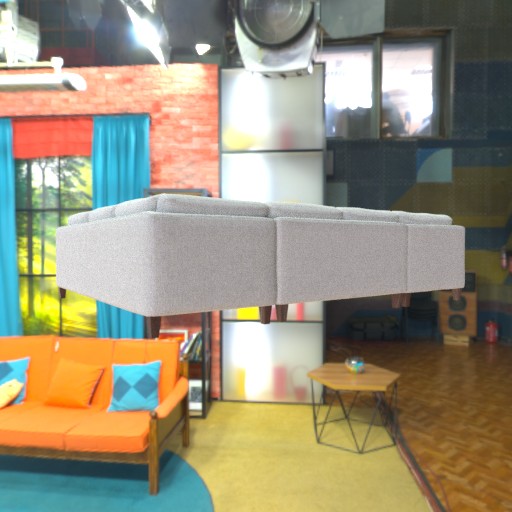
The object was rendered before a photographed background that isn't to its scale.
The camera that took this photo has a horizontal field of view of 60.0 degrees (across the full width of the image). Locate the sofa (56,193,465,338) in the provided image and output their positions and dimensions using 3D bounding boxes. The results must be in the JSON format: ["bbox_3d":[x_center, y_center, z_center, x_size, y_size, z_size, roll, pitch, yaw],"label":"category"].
[{"bbox_3d":[0.000,0.000,4.385,3.238,0.853,2.551,-1,1,-35],"label":"sofa"}]
